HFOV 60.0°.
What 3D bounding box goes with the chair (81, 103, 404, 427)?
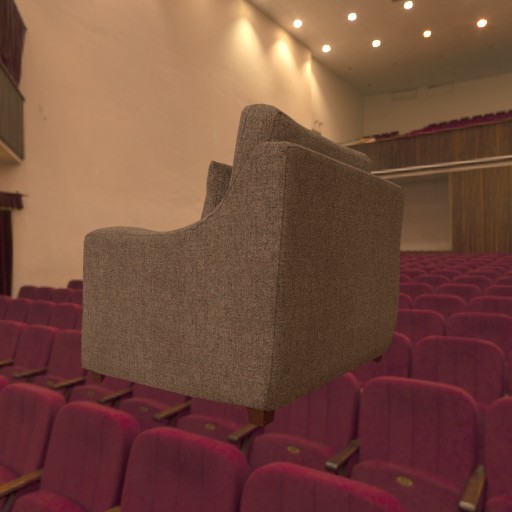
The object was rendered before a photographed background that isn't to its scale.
[{"bbox_3d":[0.000,0.000,1.996,1.009,1.037,1.138,0,0,35],"label":"chair"}]
